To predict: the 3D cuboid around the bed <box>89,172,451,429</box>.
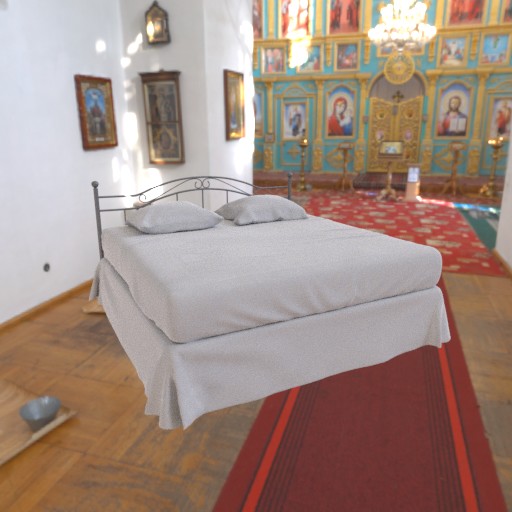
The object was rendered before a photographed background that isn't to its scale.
[{"bbox_3d":[0.000,0.000,3.495,2.309,1.080,2.220,-8,17,-27],"label":"bed"}]
